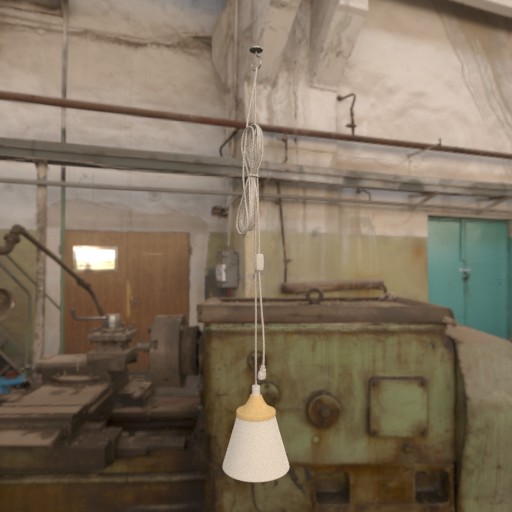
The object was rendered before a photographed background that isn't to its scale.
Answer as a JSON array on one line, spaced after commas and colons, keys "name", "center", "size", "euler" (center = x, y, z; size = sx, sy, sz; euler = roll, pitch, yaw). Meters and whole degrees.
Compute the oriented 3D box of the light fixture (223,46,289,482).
[{"name": "light fixture", "center": [0.000, 0.000, 1.027], "size": [0.153, 0.966, 0.153], "euler": [0, -1, -19]}]
